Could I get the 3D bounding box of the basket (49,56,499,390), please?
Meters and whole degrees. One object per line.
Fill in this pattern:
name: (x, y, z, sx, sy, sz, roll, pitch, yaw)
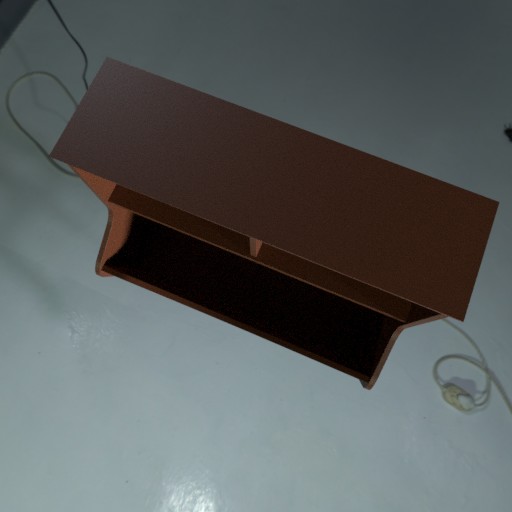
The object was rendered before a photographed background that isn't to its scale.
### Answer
basket: (0.000, 0.000, 1.094, 0.792, 0.625, 0.376, 22, 77, 5)
